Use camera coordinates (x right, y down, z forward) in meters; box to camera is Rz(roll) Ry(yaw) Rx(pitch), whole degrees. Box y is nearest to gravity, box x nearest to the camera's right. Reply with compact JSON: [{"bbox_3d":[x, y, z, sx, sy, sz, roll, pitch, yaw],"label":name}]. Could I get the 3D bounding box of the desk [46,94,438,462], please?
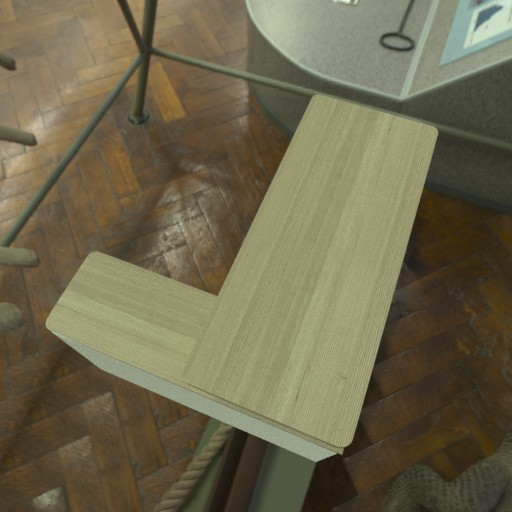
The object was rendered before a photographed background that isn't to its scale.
[{"bbox_3d":[0.000,0.000,2.085,1.175,0.770,1.400,20,64,10],"label":"desk"}]
